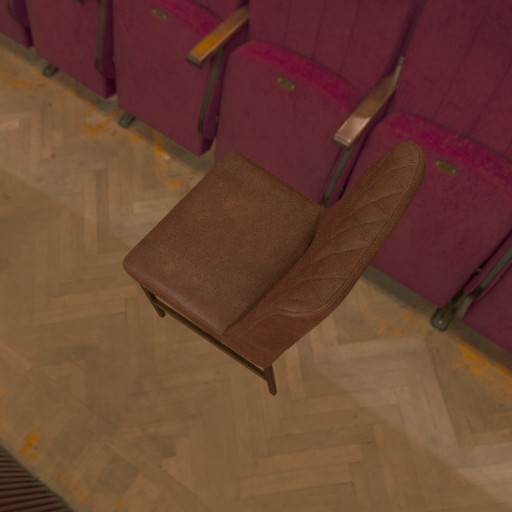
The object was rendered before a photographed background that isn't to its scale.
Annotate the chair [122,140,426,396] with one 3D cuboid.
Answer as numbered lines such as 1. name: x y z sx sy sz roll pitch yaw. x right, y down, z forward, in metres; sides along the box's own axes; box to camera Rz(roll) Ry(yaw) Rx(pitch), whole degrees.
1. chair: 0.000 0.000 1.252 0.587 0.889 0.508 34 69 15
